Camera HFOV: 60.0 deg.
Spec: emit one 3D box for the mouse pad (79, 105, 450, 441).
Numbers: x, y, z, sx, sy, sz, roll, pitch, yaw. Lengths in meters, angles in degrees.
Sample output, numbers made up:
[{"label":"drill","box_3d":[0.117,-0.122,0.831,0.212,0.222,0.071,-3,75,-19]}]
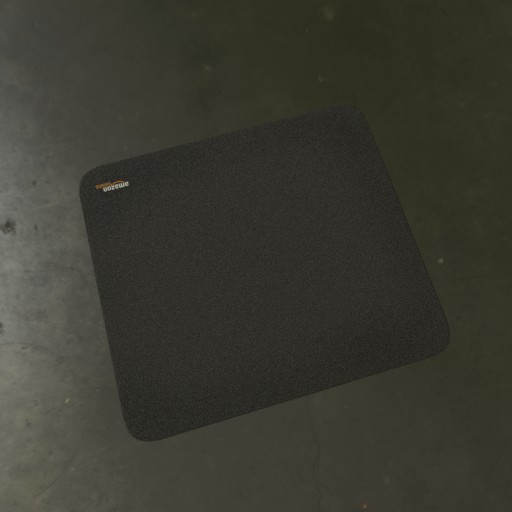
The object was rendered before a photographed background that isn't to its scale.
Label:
[{"label":"mouse pad","box_3d":[0.000,0.000,0.320,0.229,0.003,0.203,-16,75,-4]}]
